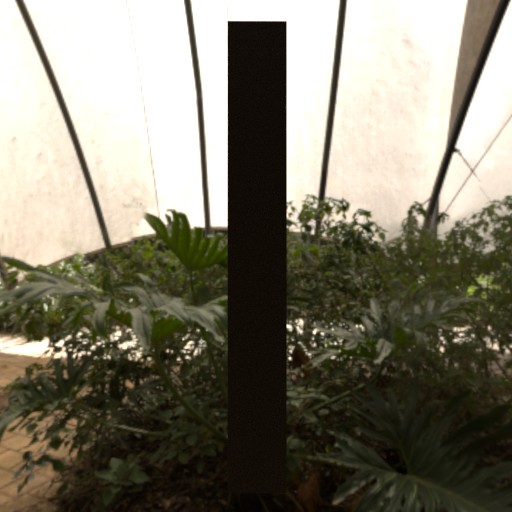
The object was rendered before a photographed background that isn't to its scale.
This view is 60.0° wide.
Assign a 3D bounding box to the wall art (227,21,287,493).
[{"bbox_3d":[0.000,0.000,0.437,0.038,0.304,0.305,0,0,0],"label":"wall art"}]
